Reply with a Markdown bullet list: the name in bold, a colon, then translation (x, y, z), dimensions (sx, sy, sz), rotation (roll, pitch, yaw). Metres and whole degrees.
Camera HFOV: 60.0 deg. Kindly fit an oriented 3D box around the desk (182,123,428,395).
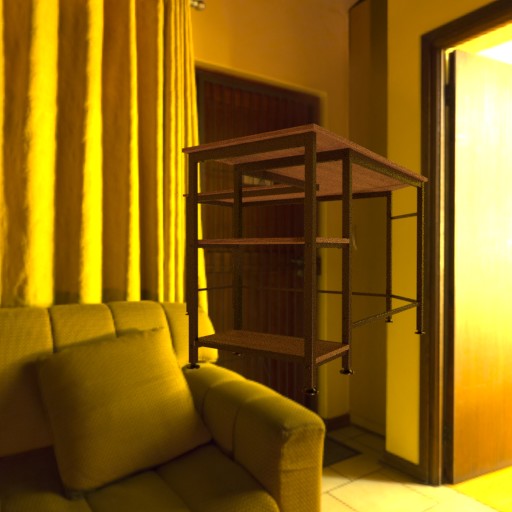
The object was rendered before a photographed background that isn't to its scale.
- **desk**: translation (0.000, 0.000, 2.160), dimensions (1.379, 0.739, 1.379), rotation (1, 1, 36)
